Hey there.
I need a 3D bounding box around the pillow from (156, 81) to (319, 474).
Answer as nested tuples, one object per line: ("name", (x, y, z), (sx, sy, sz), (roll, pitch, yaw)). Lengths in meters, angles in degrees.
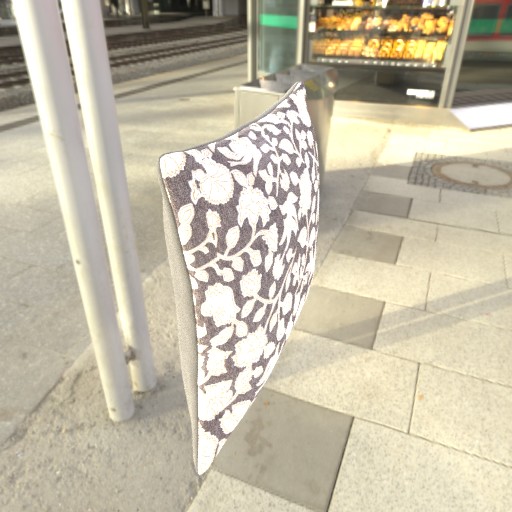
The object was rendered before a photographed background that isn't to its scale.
("pillow", (0.000, 0.000, 0.778), (0.166, 0.507, 0.526), (11, 32, 18))
